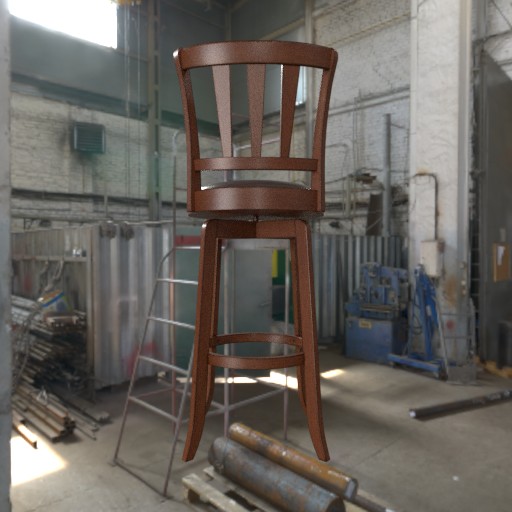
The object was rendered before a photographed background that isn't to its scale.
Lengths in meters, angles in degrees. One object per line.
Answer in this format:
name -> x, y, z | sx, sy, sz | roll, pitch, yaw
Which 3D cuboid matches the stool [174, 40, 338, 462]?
stool -> 0.000, 0.000, 1.423 | 0.464, 1.177, 0.503 | 0, 1, 0
